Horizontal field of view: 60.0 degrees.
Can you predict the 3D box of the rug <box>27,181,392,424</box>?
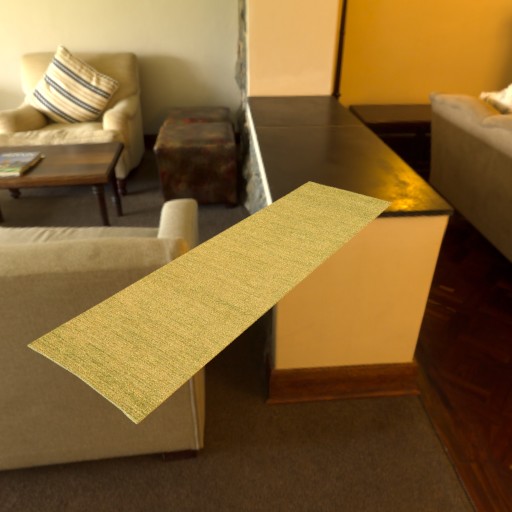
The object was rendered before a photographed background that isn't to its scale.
[{"bbox_3d":[0.000,0.000,2.512,0.686,0.013,2.340,21,37,31],"label":"rug"}]
